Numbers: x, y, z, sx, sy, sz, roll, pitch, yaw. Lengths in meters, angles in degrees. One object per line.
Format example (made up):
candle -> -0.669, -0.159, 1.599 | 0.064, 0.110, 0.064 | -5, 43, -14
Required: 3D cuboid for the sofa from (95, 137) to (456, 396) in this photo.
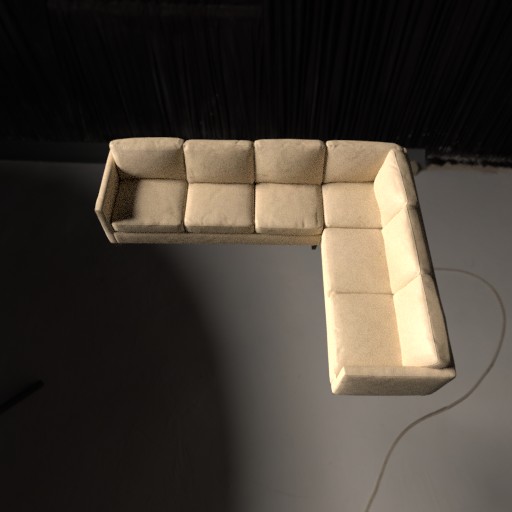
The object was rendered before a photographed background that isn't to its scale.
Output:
sofa -> 0.000, 0.000, 4.435 | 3.302, 0.947, 2.593 | 1, 59, 0
